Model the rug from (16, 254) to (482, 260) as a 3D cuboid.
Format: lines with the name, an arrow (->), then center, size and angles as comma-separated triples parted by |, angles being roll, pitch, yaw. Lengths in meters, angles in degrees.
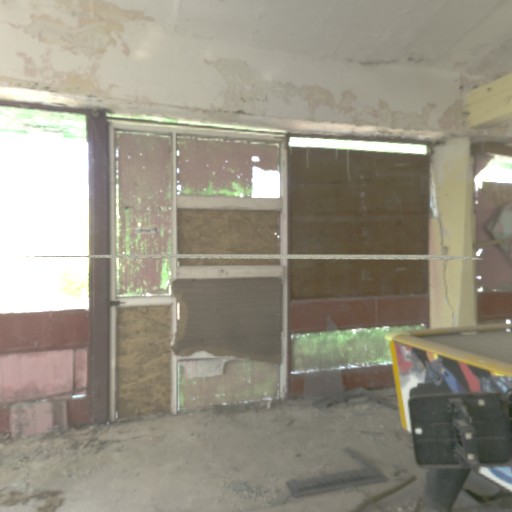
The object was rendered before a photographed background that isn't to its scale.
rug -> 0.000, 0.000, 2.935 | 2.441, 0.008, 1.526 | 0, 1, 17
